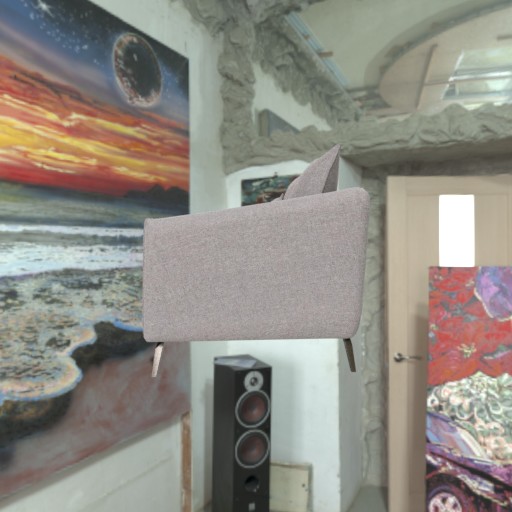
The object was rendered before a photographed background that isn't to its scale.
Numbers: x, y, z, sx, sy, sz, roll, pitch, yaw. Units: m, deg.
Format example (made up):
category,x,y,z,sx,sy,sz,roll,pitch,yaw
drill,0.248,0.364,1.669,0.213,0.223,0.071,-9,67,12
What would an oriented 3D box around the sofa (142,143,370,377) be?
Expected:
category,x,y,z,sx,sy,sz,roll,pitch,yaw
sofa,0.000,0.000,2.497,0.809,0.833,2.022,0,0,-1
